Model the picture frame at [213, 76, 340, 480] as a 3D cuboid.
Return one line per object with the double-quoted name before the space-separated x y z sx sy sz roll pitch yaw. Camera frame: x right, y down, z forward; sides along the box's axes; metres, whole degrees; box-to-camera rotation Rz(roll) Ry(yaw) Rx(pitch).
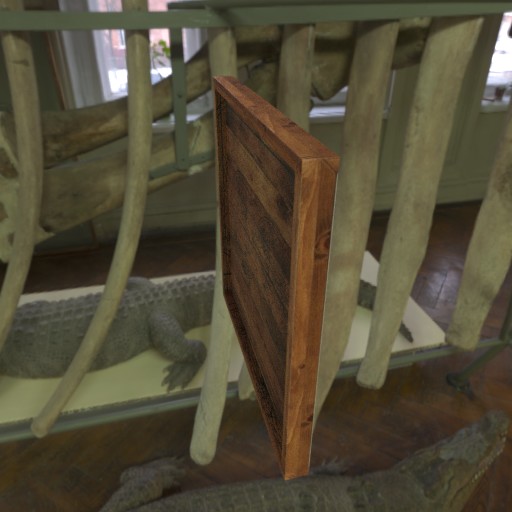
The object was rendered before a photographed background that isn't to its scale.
"picture frame" 0.000 0.000 0.535 0.028 0.356 0.352 -7 31 -12
